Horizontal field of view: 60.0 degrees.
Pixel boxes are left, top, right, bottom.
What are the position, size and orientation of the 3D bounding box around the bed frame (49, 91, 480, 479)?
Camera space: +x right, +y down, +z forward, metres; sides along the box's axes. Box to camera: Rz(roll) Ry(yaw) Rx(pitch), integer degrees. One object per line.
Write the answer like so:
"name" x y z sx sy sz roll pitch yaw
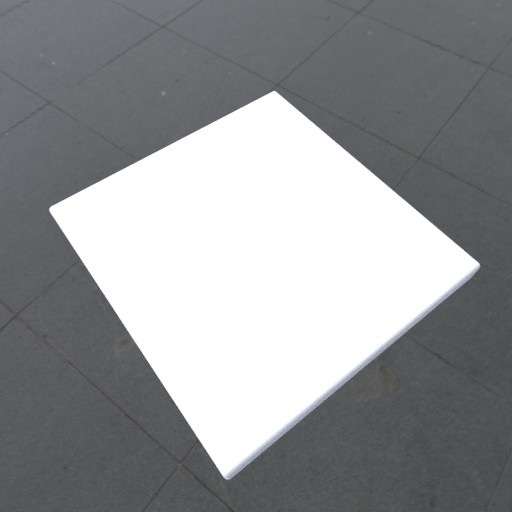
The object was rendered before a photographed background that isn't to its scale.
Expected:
"bed frame" 0.000 0.000 3.041 1.935 0.525 2.033 -33 65 -18
